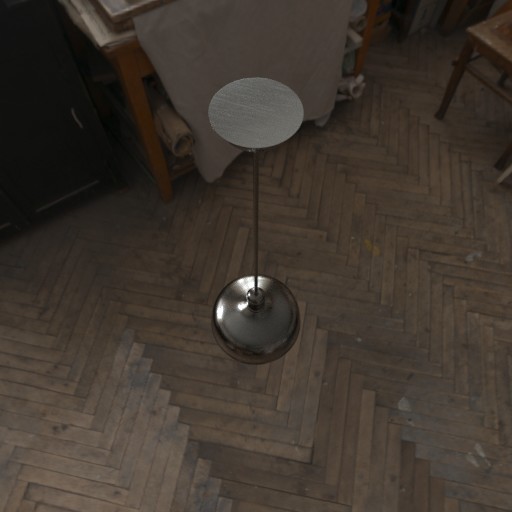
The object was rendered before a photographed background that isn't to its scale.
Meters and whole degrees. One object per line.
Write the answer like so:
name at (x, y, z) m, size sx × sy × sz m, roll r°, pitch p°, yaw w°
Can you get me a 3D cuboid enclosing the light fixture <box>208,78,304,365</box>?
light fixture at (0.000, 0.000, 1.076) m, size 0.299 × 0.935 × 0.299 m, roll 15°, pitch 64°, yaw 8°
